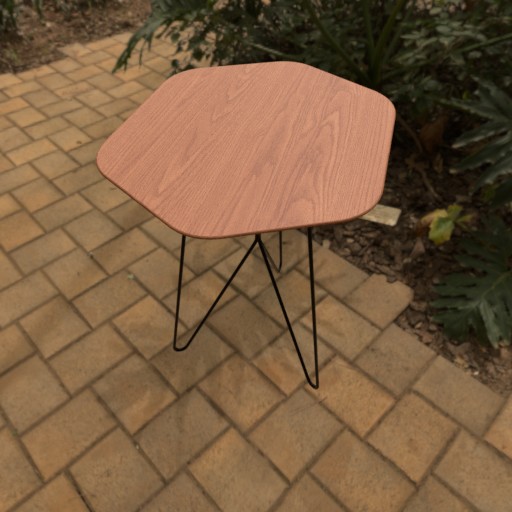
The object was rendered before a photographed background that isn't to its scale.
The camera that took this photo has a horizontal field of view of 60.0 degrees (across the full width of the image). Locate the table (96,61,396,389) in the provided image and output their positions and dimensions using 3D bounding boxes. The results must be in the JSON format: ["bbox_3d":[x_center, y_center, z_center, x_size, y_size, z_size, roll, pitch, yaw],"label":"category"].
[{"bbox_3d":[0.000,0.000,0.873,0.400,0.562,0.500,12,47,12],"label":"table"}]
